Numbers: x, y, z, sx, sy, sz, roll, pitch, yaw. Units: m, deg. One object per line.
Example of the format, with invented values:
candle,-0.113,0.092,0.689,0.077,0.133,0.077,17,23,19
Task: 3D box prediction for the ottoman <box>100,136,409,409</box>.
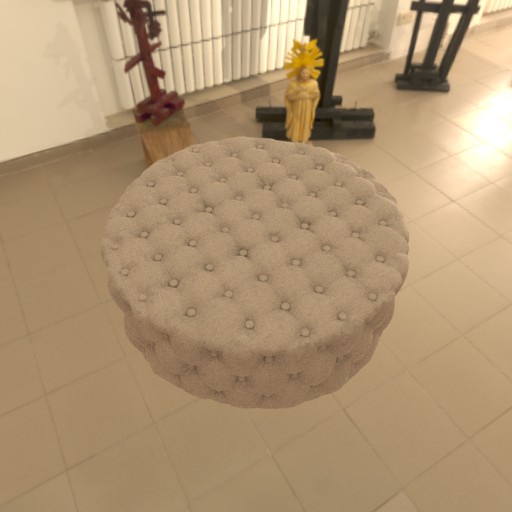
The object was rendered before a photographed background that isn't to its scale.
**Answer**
ottoman,0.000,0.000,1.556,0.998,0.399,0.998,0,47,0
